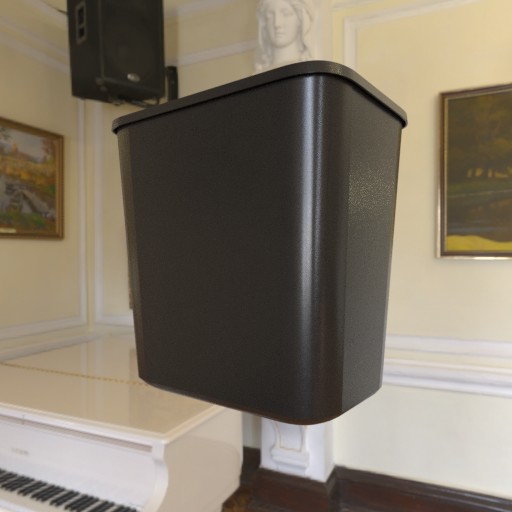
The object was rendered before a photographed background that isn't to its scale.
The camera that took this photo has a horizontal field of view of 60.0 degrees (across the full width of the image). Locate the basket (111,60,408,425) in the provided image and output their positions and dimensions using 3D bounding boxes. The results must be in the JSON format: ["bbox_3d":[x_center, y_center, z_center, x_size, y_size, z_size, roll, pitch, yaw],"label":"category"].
[{"bbox_3d":[0.000,0.000,0.506,0.300,0.307,0.211,0,0,37],"label":"basket"}]
